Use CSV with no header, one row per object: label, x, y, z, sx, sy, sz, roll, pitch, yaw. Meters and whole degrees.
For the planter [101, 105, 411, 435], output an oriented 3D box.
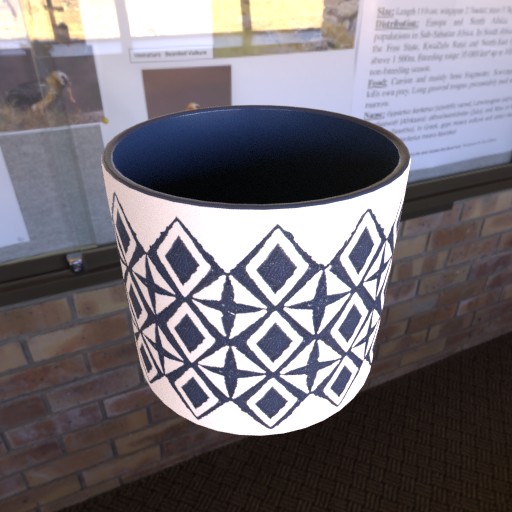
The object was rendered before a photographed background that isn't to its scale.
planter,0.000,0.000,0.313,0.182,0.165,0.182,0,33,0
